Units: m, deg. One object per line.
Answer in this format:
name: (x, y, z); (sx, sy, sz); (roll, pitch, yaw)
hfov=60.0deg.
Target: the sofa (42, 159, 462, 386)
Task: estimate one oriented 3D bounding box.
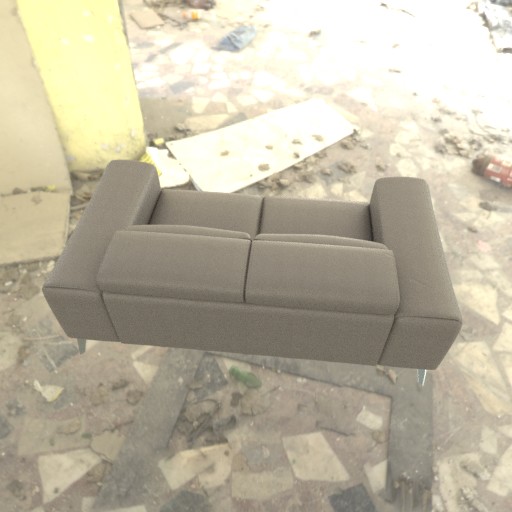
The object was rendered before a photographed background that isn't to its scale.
sofa: (0.000, 0.000, 2.461); (1.930, 0.753, 1.024); (4, 48, 4)
